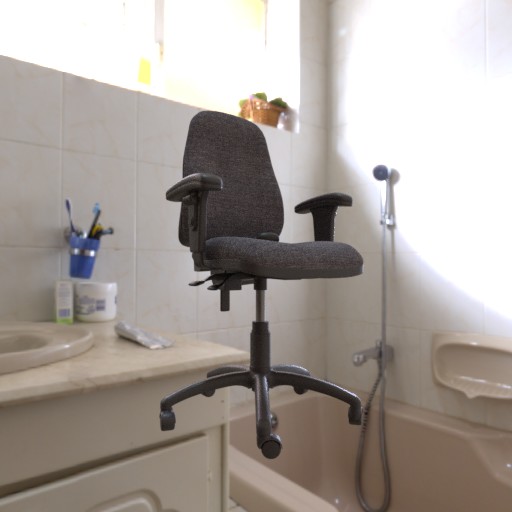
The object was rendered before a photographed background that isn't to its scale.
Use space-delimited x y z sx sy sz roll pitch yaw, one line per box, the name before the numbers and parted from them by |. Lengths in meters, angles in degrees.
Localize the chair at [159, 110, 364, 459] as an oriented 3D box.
chair | 0.000 0.000 1.273 0.550 0.910 0.530 1 -2 -37
